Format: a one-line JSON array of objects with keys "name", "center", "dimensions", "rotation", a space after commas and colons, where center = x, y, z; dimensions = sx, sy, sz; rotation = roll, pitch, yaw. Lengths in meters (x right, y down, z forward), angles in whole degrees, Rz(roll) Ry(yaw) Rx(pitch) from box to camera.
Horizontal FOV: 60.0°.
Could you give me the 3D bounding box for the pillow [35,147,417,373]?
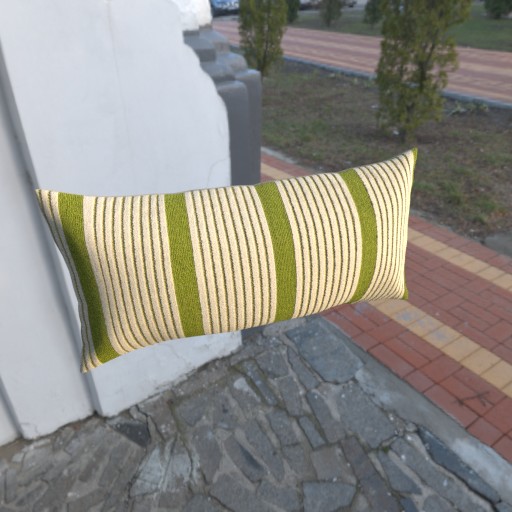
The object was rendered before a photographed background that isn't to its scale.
[{"name": "pillow", "center": [0.000, 0.000, 0.729], "dimensions": [0.608, 0.292, 0.156], "rotation": [-10, 33, -16]}]
